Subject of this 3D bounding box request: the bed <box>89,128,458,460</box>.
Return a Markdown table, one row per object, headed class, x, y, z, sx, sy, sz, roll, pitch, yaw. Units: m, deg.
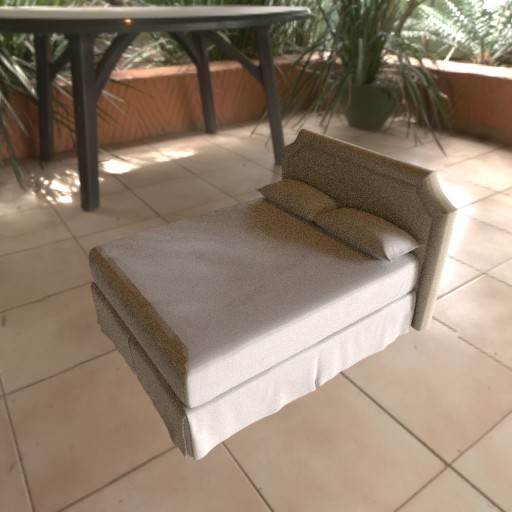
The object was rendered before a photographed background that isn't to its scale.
| class | x | y | z | sx | sy | sz | roll | pitch | yaw |
| --- | --- | --- | --- | --- | --- | --- | --- | --- | --- |
| bed | 0.000 | 0.000 | 3.351 | 2.164 | 1.297 | 1.828 | -21 | 37 | -30 |
